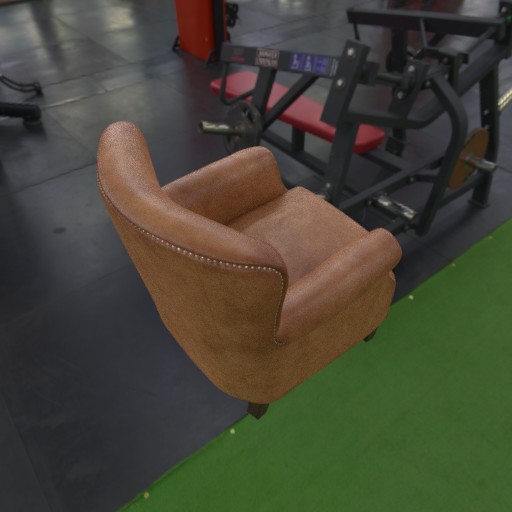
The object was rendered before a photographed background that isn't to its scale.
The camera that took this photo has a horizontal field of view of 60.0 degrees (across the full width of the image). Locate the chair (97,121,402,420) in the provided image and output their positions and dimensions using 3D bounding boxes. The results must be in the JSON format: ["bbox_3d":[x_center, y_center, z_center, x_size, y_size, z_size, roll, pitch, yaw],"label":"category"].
[{"bbox_3d":[0.000,0.000,1.643,0.921,0.936,0.861,-27,49,-25],"label":"chair"}]
